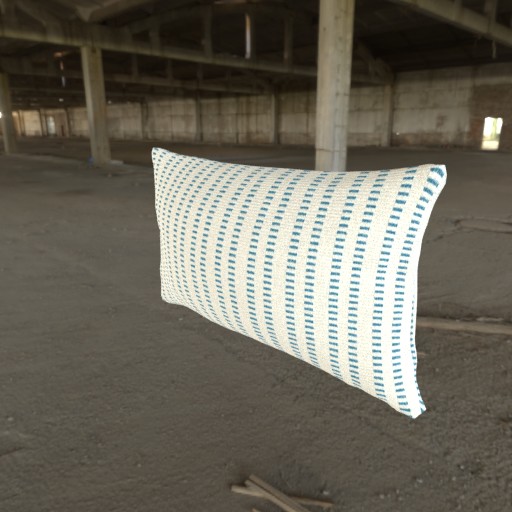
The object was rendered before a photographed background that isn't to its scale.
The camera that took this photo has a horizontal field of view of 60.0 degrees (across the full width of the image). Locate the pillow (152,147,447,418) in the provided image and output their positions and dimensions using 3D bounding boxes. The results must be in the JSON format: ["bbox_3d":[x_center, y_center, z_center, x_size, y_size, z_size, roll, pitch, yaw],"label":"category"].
[{"bbox_3d":[0.000,0.000,0.783,0.640,0.353,0.210,16,23,43],"label":"pillow"}]
